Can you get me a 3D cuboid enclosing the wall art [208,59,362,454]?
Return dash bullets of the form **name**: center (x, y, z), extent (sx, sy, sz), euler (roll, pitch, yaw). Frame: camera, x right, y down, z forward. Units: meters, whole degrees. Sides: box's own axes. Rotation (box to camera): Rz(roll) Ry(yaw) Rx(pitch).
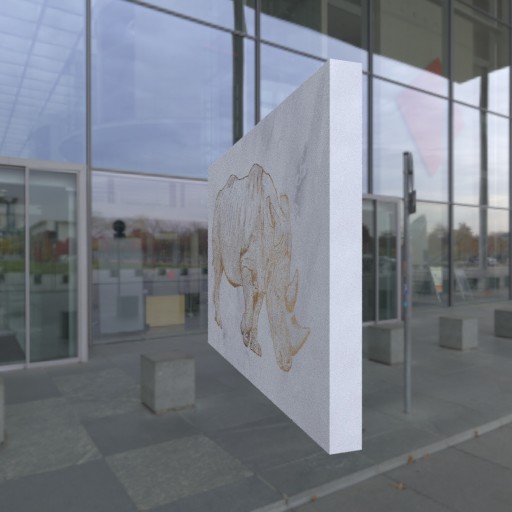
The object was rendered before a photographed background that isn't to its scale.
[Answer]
- **wall art**: center (0.000, 0.000, 0.751), extent (0.038, 0.407, 0.609), euler (0, 0, -18)
